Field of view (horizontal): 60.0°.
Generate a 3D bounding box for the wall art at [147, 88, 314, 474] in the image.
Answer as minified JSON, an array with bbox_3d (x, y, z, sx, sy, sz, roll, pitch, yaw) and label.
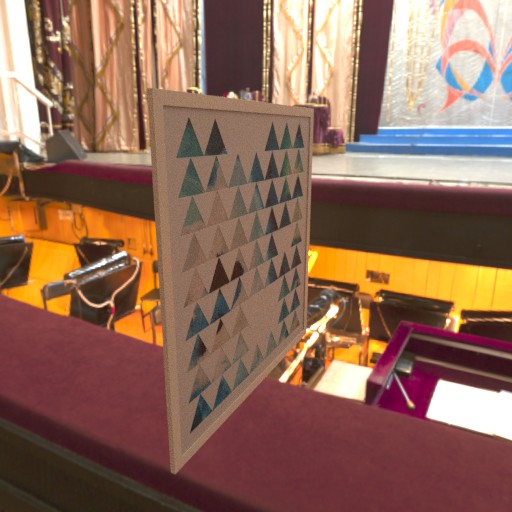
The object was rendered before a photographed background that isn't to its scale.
[{"bbox_3d":[0.000,0.000,1.228,0.012,0.809,0.809,8,18,26],"label":"wall art"}]
